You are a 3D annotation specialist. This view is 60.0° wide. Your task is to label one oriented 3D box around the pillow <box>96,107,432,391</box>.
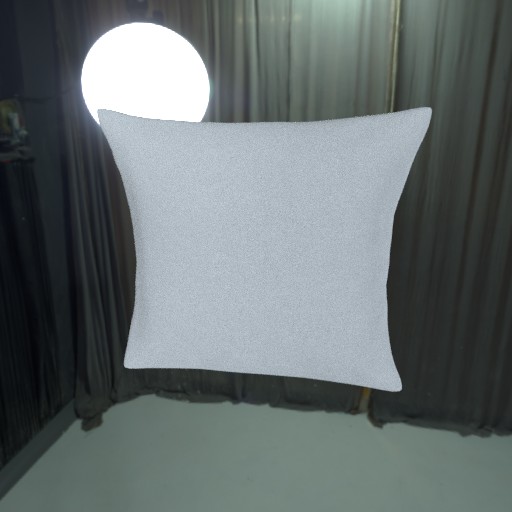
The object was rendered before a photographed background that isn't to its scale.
[{"bbox_3d":[0.000,0.000,0.798,0.552,0.508,0.166,3,17,8],"label":"pillow"}]
